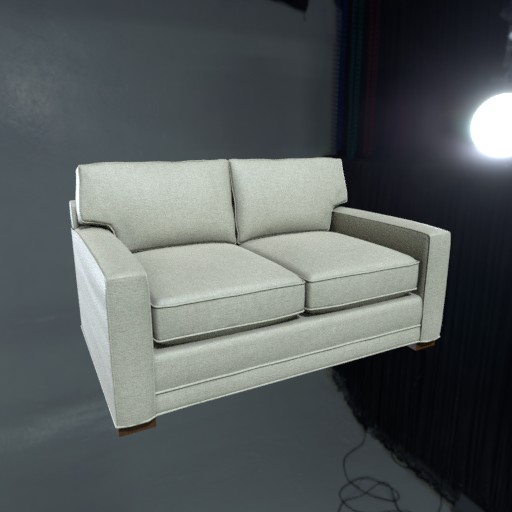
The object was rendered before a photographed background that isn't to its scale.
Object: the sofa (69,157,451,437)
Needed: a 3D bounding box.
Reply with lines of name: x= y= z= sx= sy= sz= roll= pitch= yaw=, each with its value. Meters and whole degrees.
sofa: x=0.000 y=0.000 z=2.043 sx=1.484 sy=0.853 sz=0.940 roll=-8 pitch=16 yaw=-27
